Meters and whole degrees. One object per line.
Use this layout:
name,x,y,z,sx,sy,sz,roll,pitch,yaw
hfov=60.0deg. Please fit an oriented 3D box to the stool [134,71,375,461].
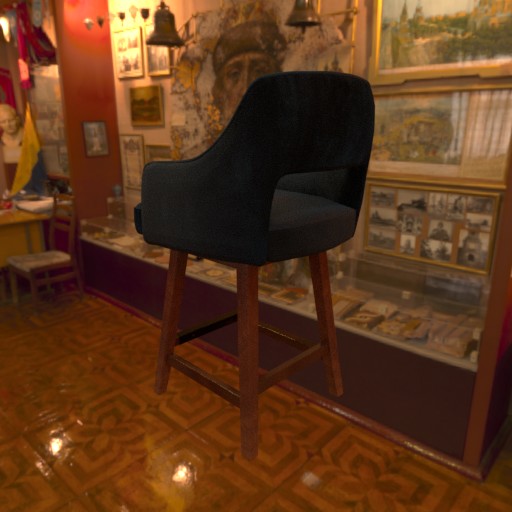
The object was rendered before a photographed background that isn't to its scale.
stool,0.000,0.000,1.275,0.560,0.940,0.550,15,22,42
